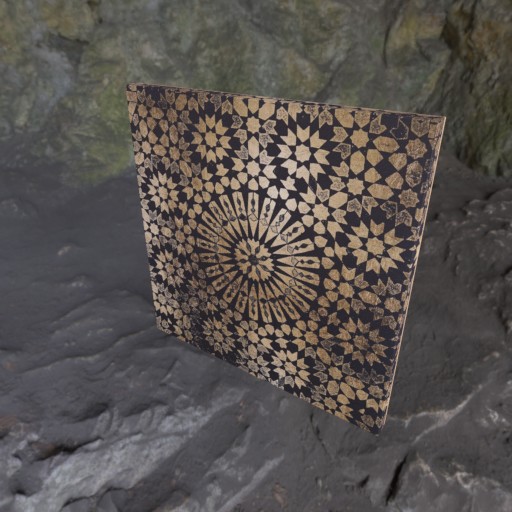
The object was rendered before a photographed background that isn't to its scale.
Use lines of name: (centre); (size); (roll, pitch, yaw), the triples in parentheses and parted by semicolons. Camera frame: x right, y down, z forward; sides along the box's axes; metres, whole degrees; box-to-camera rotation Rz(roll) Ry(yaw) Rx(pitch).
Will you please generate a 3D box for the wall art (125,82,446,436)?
wall art: (0.000, 0.000, 0.896); (0.612, 0.612, 0.038); (18, 34, 30)
